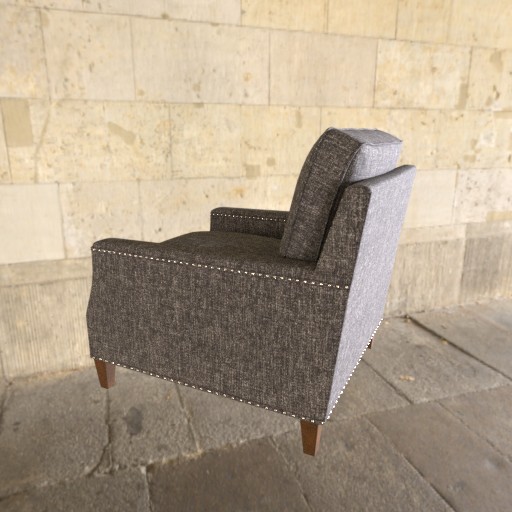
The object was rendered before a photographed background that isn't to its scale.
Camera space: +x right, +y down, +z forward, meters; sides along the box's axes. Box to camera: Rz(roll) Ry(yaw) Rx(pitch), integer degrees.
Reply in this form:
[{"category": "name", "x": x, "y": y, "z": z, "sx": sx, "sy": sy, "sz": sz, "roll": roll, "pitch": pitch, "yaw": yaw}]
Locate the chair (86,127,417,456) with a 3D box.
[{"category": "chair", "x": 0.000, "y": 0.000, "z": 1.700, "sx": 1.014, "sy": 0.943, "sz": 0.853, "roll": 7, "pitch": 17, "yaw": 25}]
